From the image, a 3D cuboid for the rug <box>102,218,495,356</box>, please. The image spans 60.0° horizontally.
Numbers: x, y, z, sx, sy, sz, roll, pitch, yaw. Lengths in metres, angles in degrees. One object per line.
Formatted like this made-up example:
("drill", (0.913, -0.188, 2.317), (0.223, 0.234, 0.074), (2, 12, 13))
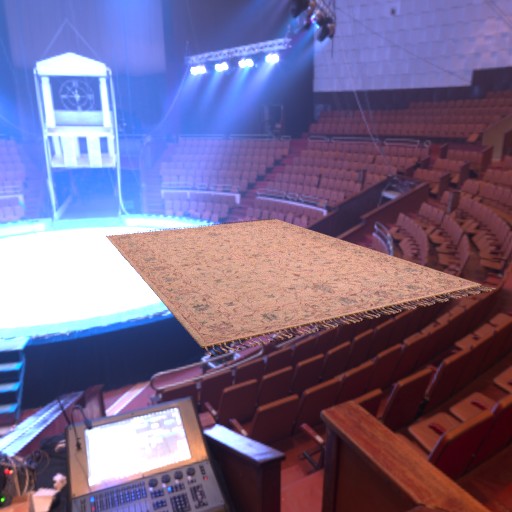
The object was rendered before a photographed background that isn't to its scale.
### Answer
("rug", (0.000, 0.000, 2.269), (1.247, 0.008, 1.802), (-8, 17, -26))
